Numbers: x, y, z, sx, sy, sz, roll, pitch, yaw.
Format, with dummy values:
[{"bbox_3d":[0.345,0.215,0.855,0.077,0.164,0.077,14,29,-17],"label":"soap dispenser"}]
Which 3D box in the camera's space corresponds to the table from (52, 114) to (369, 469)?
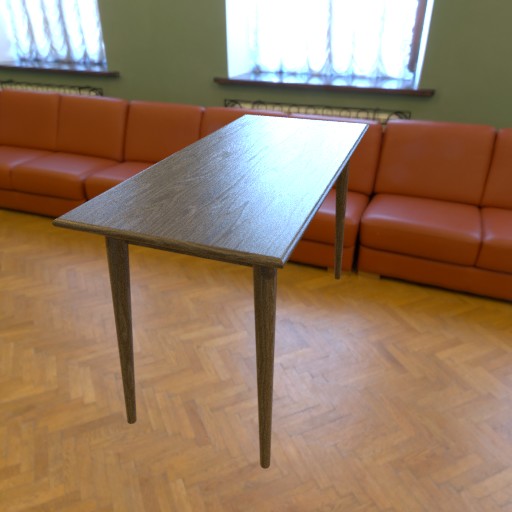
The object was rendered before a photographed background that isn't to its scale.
[{"bbox_3d":[0.000,0.000,1.727,0.599,0.780,1.300,10,31,17],"label":"table"}]
